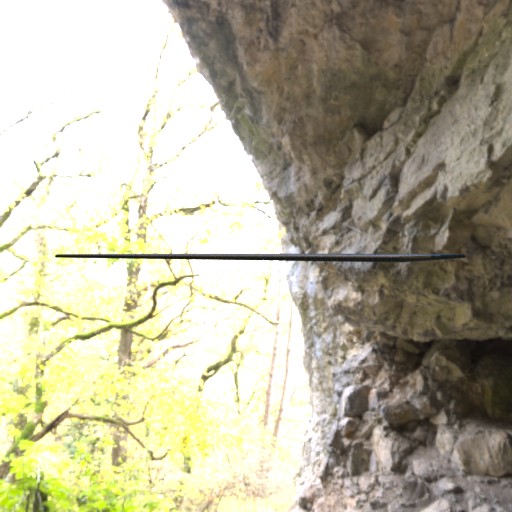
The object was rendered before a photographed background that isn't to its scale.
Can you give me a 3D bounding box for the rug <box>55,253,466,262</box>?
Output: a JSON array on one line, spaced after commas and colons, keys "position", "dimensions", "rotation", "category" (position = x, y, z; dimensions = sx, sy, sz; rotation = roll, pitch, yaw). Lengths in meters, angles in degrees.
[{"position": [0.000, 0.000, 3.086], "dimensions": [2.450, 0.027, 1.540], "rotation": [0, 1, 34], "category": "rug"}]
